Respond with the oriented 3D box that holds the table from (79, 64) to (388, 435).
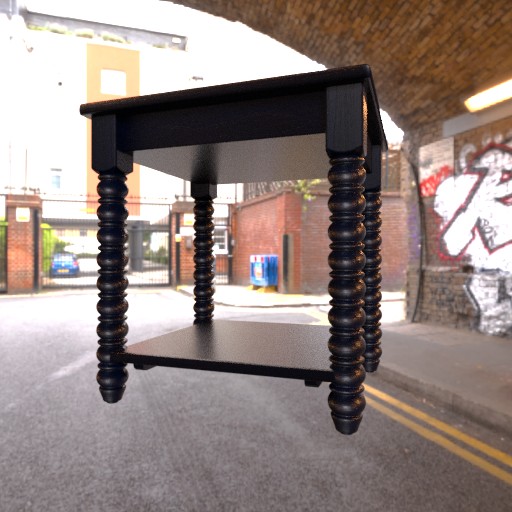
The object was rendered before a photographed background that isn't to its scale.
[{"bbox_3d":[0.000,0.000,0.973,0.533,0.567,0.500,0,0,19],"label":"table"}]
